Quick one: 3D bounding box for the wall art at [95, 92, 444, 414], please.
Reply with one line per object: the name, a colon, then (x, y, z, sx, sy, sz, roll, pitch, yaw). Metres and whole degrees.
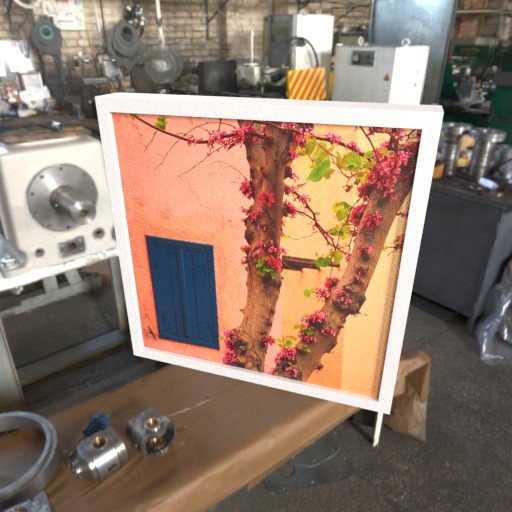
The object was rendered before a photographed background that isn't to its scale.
wall art: (0.000, 0.000, 0.453, 0.305, 0.302, 0.038, 8, 27, 17)
